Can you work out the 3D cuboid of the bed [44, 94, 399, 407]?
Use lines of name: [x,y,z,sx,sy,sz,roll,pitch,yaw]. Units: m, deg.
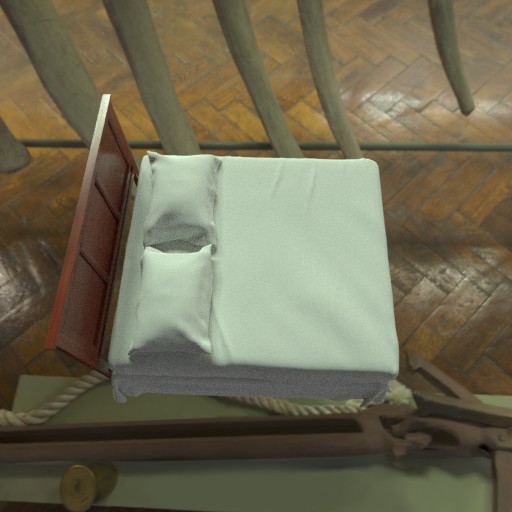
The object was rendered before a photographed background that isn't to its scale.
bed: [0.000,0.000,3.076,2.050,1.270,1.870,2,65,1]
